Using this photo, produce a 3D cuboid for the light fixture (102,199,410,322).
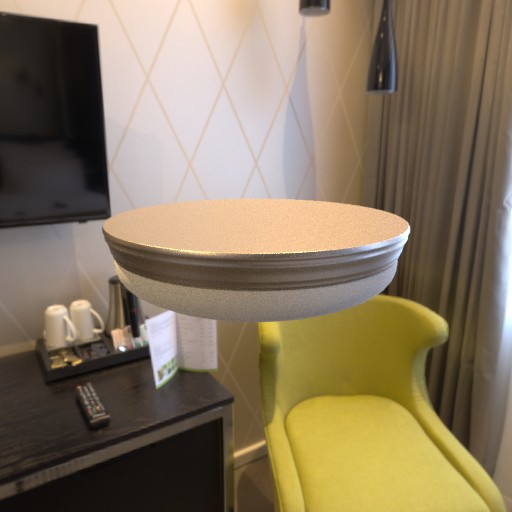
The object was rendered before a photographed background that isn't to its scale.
[{"bbox_3d":[0.000,0.000,0.570,0.368,0.100,0.368,0,15,0],"label":"light fixture"}]
